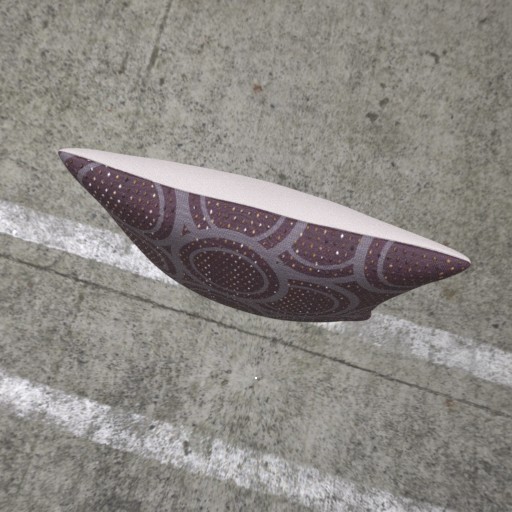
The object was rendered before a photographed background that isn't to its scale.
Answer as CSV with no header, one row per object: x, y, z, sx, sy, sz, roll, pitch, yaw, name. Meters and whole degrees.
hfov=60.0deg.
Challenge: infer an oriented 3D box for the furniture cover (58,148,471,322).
0.000,0.000,0.806,0.552,0.509,0.193,16,75,4,furniture cover
